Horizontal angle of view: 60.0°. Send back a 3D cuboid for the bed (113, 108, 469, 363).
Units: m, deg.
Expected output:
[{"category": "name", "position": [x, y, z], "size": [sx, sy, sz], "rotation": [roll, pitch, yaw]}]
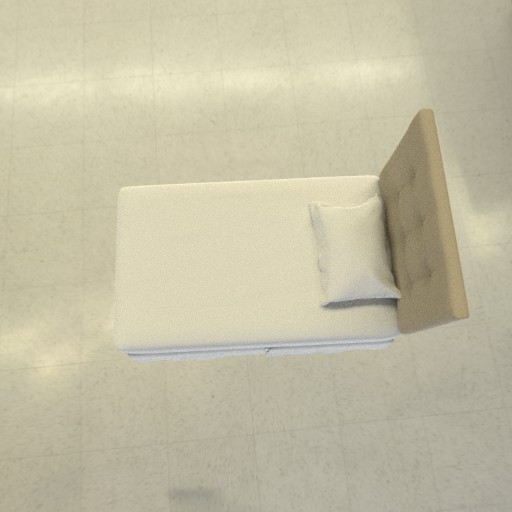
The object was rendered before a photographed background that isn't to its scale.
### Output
[{"category": "bed", "position": [0.000, 0.000, 2.969], "size": [1.997, 1.571, 1.261], "rotation": [-3, 75, -1]}]
